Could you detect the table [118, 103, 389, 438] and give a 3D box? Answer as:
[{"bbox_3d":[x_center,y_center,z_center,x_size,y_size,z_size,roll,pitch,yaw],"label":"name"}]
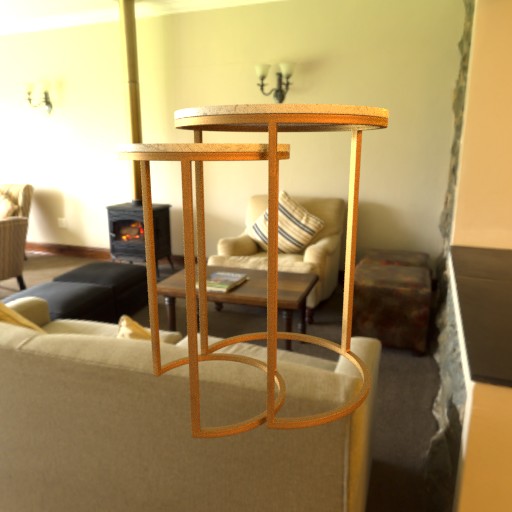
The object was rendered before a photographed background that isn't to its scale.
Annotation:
[{"bbox_3d":[0.000,0.000,0.891,0.507,0.550,0.400,-7,15,-27],"label":"table"}]
